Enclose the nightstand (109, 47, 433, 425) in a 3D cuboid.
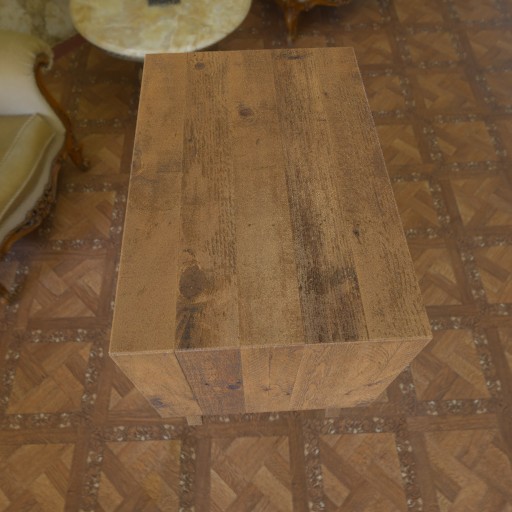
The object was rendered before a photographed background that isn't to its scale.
[{"bbox_3d":[0.000,0.000,1.018,0.450,0.599,0.650,-3,59,-2],"label":"nightstand"}]
